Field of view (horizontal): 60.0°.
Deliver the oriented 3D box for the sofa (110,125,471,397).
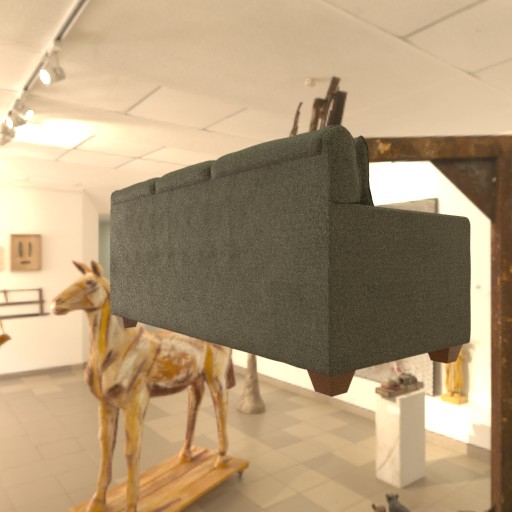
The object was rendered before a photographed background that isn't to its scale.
[{"bbox_3d":[0.000,0.000,2.520,0.997,0.958,2.024,0,0,-38],"label":"sofa"}]
